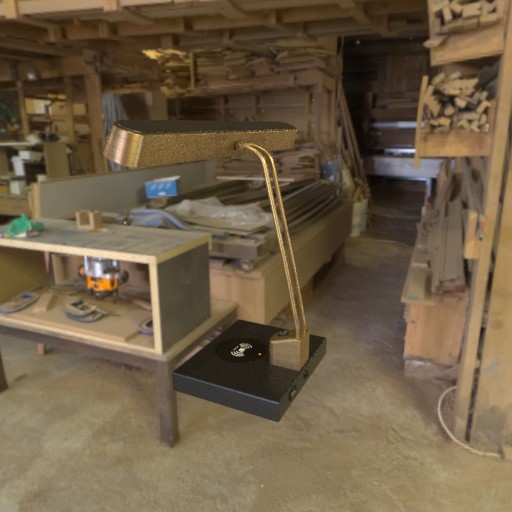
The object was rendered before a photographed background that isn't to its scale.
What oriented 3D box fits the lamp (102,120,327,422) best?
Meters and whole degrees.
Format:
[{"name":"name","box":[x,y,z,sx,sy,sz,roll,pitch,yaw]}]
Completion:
[{"name":"lamp","box":[0.000,0.000,0.591,0.156,0.345,0.412,8,18,25]}]
